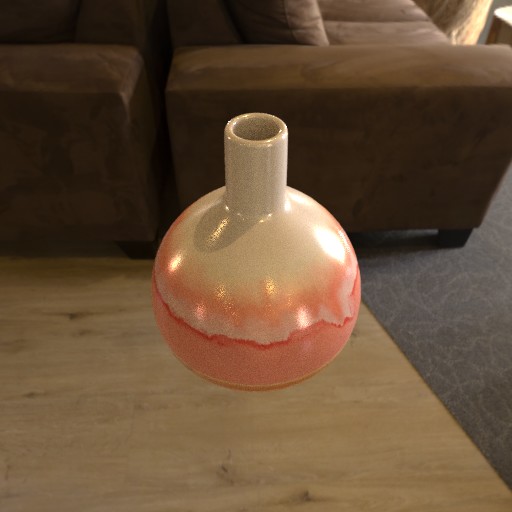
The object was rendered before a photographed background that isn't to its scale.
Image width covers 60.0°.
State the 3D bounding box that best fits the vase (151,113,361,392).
[{"bbox_3d":[0.000,0.000,0.274,0.137,0.176,0.137,0,46,0],"label":"vase"}]
